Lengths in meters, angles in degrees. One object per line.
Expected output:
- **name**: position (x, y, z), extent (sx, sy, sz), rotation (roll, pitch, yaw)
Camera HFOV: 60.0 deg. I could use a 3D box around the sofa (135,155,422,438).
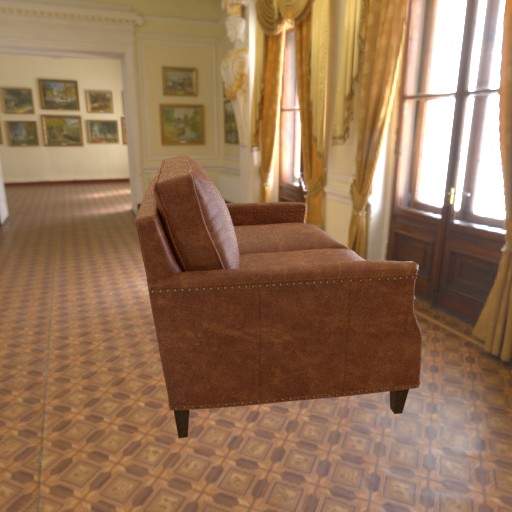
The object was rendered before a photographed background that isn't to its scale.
- **sofa**: position (0.000, 0.000, 2.329), extent (1.084, 1.003, 1.597), rotation (-3, 16, -9)
